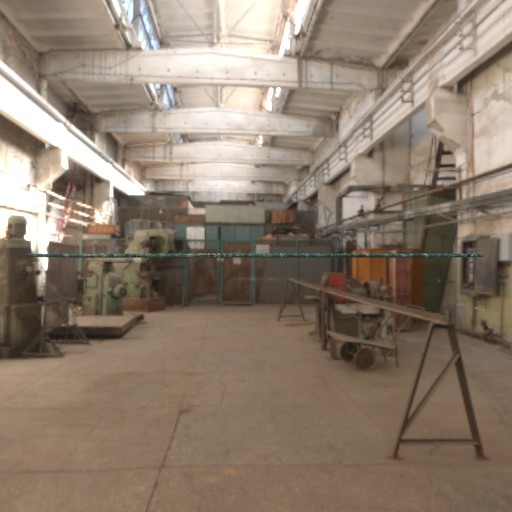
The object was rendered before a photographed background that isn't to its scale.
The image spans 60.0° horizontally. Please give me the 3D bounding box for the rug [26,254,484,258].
[{"bbox_3d":[0.000,0.000,2.545,2.286,0.016,0.676,0,-1,-1],"label":"rug"}]
